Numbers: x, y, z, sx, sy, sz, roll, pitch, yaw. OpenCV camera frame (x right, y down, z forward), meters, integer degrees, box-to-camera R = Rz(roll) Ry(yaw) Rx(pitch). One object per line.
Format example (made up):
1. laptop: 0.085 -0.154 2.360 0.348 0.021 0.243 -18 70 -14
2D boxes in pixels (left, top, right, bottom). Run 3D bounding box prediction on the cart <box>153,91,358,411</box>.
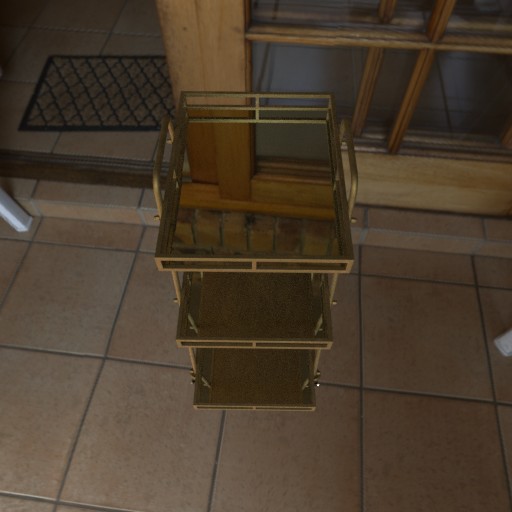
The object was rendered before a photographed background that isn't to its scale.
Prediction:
1. cart: 0.000 0.000 1.295 0.441 0.883 0.711 1 58 0
